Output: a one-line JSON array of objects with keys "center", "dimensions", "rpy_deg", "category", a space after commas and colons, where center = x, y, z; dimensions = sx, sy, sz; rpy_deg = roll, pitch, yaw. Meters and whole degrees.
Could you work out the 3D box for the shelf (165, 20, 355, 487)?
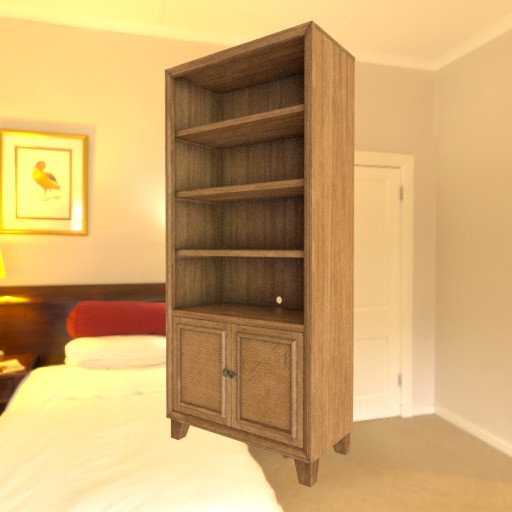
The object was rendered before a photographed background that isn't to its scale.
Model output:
[{"center": [0.000, 0.000, 2.242], "dimensions": [0.864, 1.930, 0.453], "rpy_deg": [1, 1, 36], "category": "shelf"}]
